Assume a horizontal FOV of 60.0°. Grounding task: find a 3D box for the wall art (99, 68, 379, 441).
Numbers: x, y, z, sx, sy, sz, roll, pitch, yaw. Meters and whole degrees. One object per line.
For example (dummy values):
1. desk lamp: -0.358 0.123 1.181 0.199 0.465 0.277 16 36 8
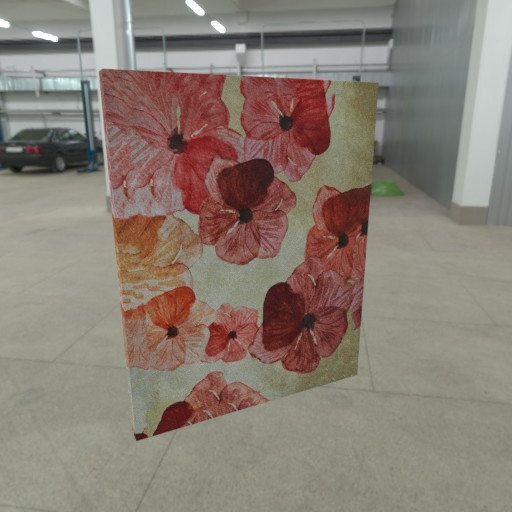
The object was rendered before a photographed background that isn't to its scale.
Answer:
1. wall art: 0.000 0.000 0.677 0.406 0.508 0.028 -8 18 -25
